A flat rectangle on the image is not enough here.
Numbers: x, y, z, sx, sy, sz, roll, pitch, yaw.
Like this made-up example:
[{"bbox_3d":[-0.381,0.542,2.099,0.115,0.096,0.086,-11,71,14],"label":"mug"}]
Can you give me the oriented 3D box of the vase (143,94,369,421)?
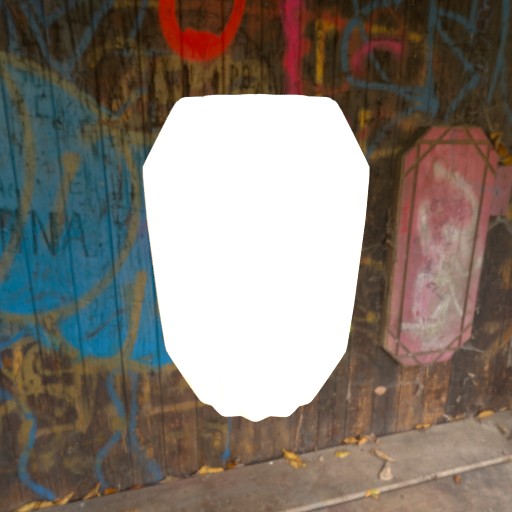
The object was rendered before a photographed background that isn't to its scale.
[{"bbox_3d":[0.000,0.000,0.413,0.195,0.275,0.195,0,16,0],"label":"vase"}]
